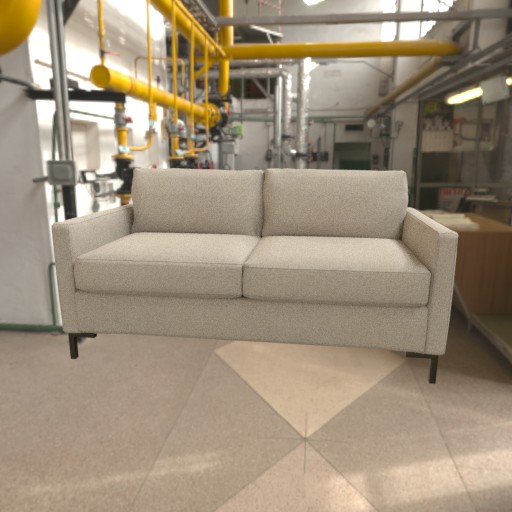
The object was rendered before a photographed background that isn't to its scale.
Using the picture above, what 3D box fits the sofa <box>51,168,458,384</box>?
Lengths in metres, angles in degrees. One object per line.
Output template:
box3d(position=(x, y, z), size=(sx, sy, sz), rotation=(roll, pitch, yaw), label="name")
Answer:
box3d(position=(0.000, 0.000, 2.207), size=(1.682, 0.840, 0.875), rotation=(2, 13, 8), label="sofa")
